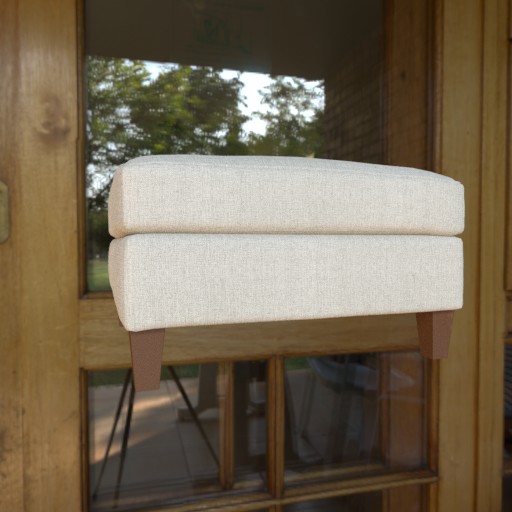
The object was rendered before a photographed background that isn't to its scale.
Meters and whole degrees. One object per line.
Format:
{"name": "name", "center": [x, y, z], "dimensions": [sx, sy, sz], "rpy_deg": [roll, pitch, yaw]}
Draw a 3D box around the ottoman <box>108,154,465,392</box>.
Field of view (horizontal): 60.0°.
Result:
{"name": "ottoman", "center": [0.000, 0.000, 1.344], "dimensions": [0.838, 0.503, 0.838], "rpy_deg": [-1, 2, -19]}
